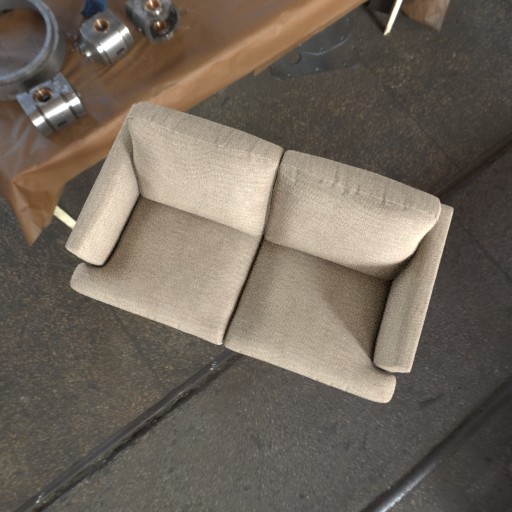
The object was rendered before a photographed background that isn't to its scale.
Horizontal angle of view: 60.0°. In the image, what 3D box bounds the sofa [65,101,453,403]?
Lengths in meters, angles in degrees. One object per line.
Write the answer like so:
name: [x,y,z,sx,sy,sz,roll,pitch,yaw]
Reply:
sofa: [0.000,0.000,2.123,1.582,0.944,0.903,19,77,5]
